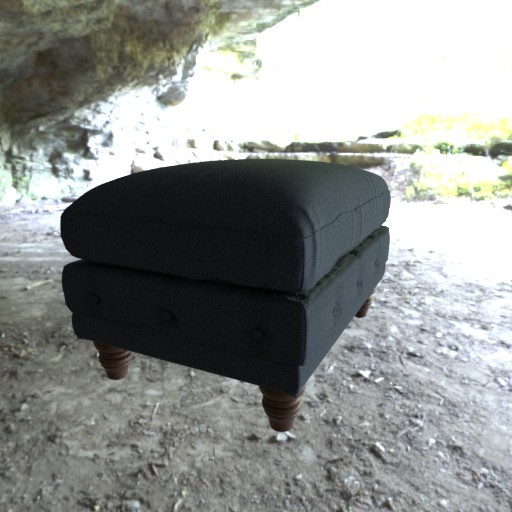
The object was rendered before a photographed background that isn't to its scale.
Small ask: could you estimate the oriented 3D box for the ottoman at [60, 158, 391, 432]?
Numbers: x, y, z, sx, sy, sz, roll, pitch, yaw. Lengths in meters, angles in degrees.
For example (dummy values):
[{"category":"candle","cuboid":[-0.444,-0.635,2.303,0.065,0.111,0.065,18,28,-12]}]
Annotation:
[{"category":"ottoman","cuboid":[0.000,0.000,1.152,0.558,0.486,0.767,7,17,26]}]
